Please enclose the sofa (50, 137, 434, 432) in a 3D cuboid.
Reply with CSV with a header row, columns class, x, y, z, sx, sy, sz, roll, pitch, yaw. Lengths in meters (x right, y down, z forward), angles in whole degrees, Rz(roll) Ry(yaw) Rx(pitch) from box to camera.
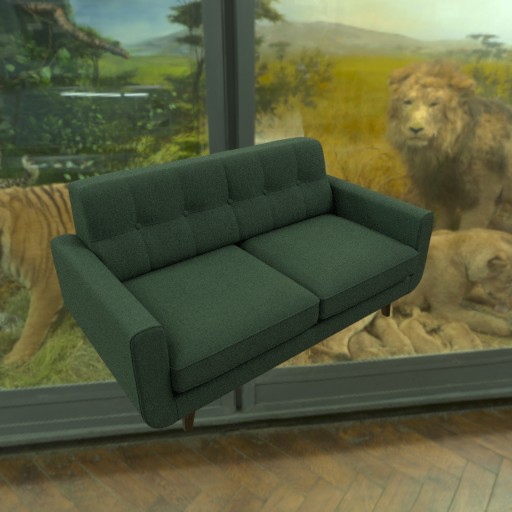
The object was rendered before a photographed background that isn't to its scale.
class,x,y,z,sx,sy,sz,roll,pitch,yaw
sofa,0.000,0.000,2.152,1.631,0.841,0.909,-20,34,-33
